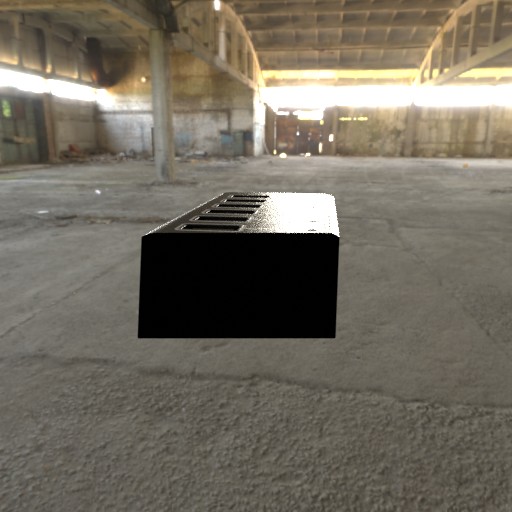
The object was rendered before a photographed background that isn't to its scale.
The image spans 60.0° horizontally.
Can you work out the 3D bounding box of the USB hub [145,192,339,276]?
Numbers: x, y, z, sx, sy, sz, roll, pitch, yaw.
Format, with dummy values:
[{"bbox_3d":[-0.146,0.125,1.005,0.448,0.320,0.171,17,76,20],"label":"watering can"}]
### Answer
[{"bbox_3d":[0.000,0.000,0.125,0.044,0.023,0.110,2,15,8],"label":"USB hub"}]
